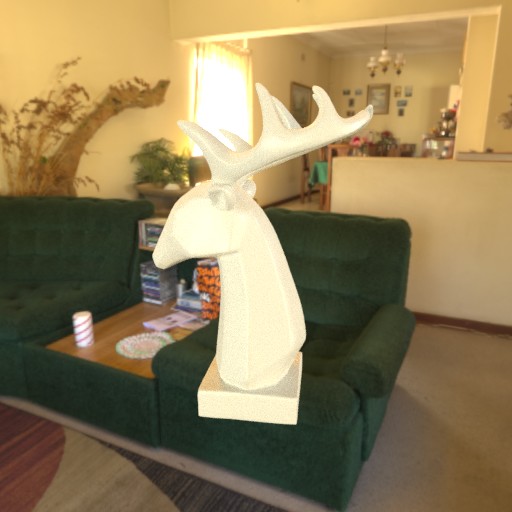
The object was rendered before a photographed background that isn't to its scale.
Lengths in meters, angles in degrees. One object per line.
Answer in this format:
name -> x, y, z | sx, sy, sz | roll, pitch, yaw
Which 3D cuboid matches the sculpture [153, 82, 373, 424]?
sculpture -> 0.000, 0.000, 0.462 | 0.224, 0.329, 0.174 | 2, 15, 8
